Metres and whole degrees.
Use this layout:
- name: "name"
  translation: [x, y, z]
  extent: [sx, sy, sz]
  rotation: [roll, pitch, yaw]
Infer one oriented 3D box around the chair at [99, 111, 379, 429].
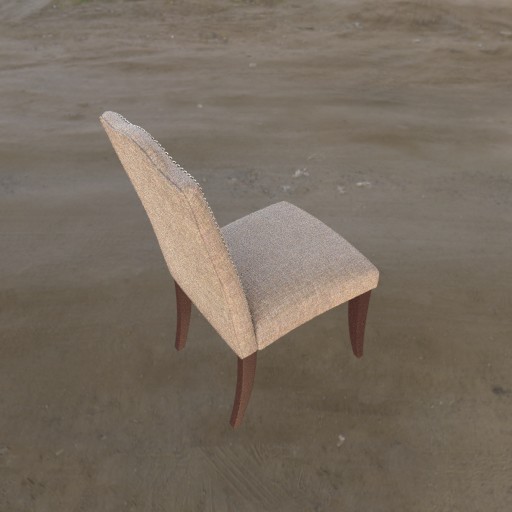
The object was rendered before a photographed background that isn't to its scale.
- name: "chair"
  translation: [0.000, 0.000, 1.408]
  extent: [0.660, 1.016, 0.513]
  rotation: [-26, 47, -26]
